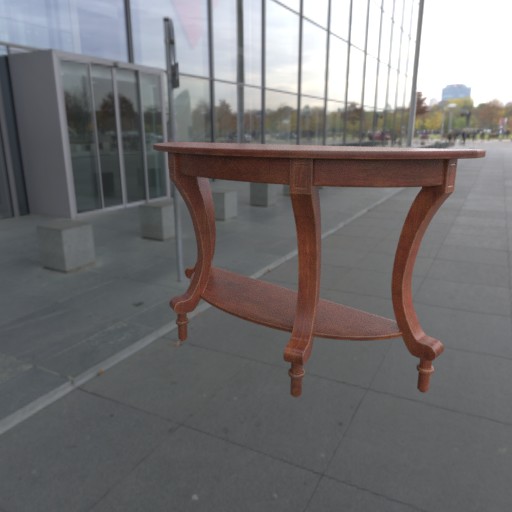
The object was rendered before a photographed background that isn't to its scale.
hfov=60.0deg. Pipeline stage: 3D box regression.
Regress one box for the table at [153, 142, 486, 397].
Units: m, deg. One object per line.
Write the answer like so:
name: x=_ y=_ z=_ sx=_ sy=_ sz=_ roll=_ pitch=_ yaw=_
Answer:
table: x=0.000 y=0.000 z=1.452 sx=1.198 sy=0.699 sz=0.394 roll=14 pitch=21 yaw=41
